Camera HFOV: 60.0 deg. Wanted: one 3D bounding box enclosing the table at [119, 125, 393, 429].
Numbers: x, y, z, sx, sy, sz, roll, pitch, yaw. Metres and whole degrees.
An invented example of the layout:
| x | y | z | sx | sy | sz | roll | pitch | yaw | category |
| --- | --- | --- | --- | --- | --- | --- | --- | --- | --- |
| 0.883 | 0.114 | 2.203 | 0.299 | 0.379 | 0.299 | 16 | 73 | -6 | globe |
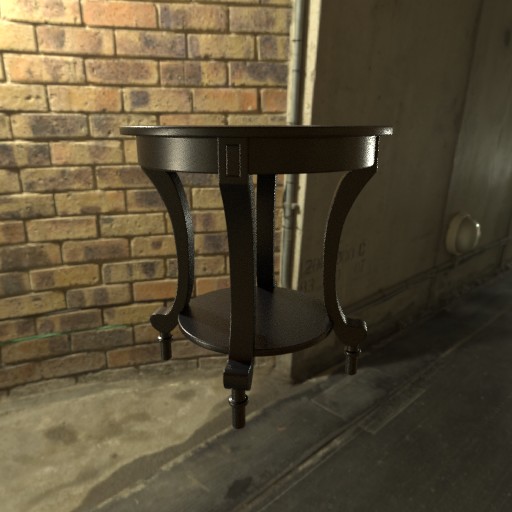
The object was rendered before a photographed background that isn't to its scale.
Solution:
| x | y | z | sx | sy | sz | roll | pitch | yaw | category |
| --- | --- | --- | --- | --- | --- | --- | --- | --- | --- |
| 0.000 | 0.000 | 1.095 | 0.597 | 0.618 | 0.597 | 0 | 17 | 0 | table |
